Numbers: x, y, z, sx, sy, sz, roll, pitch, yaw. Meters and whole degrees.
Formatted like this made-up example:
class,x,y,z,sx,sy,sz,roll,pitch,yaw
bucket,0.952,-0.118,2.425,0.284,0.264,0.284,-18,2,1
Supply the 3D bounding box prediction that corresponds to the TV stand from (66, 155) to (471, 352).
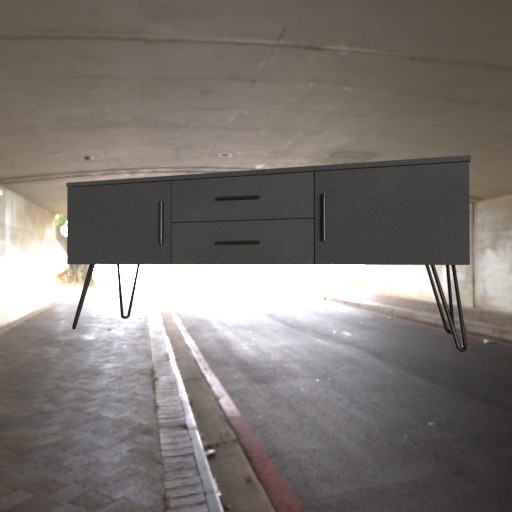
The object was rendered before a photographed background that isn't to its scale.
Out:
class,x,y,z,sx,sy,sz,roll,pitch,yaw
TV stand,0.000,0.000,1.643,1.400,0.560,0.400,0,-1,18
